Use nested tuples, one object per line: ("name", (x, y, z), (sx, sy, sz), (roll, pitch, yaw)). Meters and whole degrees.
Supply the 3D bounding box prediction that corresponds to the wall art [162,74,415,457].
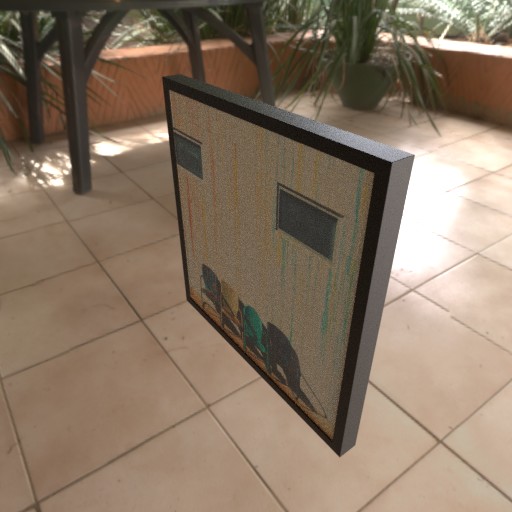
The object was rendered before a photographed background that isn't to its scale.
("wall art", (0.000, 0.000, 0.762), (0.037, 0.506, 0.506), (-22, 39, -30))
